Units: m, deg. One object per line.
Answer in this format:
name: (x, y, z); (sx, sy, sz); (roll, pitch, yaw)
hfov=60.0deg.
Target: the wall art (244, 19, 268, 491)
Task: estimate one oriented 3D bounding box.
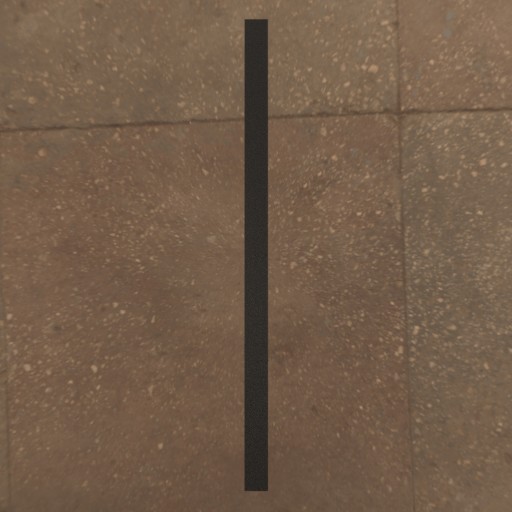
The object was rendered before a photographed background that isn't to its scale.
wall art: (0.000, 0.000, 1.096); (0.038, 0.762, 0.762); (0, 90, 0)
